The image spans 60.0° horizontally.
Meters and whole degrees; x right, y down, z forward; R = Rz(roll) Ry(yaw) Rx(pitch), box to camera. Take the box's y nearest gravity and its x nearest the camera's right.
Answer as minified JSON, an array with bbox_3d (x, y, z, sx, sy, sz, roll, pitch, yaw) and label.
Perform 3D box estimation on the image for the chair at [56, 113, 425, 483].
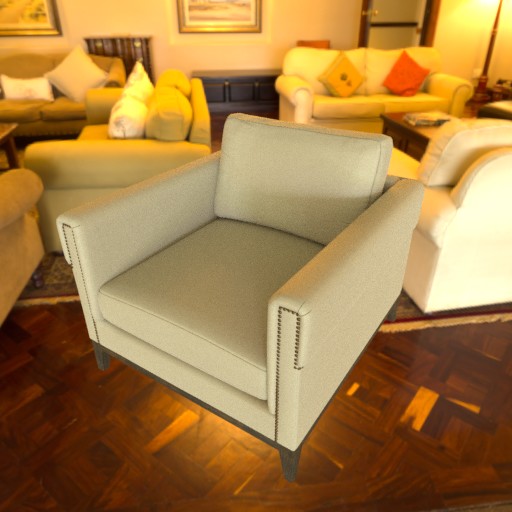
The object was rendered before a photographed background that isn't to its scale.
[{"bbox_3d":[0.000,0.000,1.644,0.914,0.838,0.959,18,35,29],"label":"chair"}]
